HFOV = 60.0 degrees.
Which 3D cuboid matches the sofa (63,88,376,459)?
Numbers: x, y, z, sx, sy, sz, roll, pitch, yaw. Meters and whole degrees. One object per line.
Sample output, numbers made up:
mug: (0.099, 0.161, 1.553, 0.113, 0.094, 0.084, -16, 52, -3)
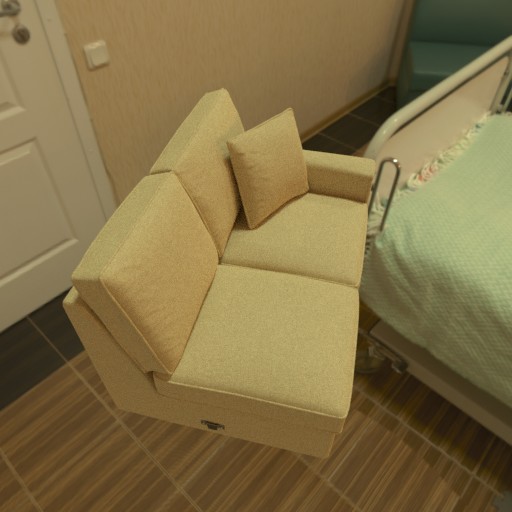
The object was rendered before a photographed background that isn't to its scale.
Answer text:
sofa: (0.000, 0.000, 2.045, 0.991, 0.989, 1.388, 10, 47, 9)
